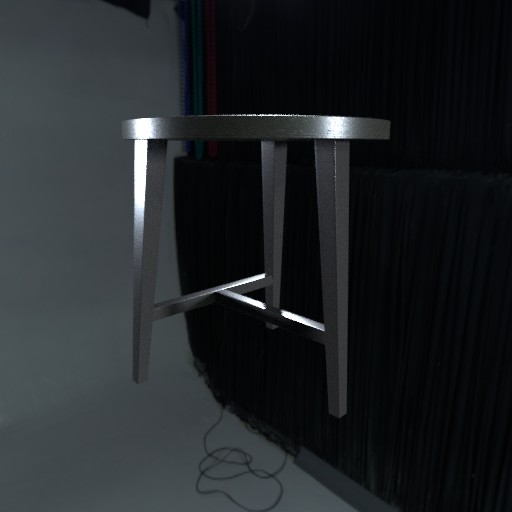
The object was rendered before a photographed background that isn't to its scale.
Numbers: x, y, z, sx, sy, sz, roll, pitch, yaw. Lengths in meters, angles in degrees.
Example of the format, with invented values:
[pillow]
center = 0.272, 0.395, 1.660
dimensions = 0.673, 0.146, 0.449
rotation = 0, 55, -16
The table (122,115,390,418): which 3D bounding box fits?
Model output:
[table]
center = 0.000, 0.000, 0.923
dimensions = 0.500, 0.531, 0.500
rotation = 0, 14, 0
